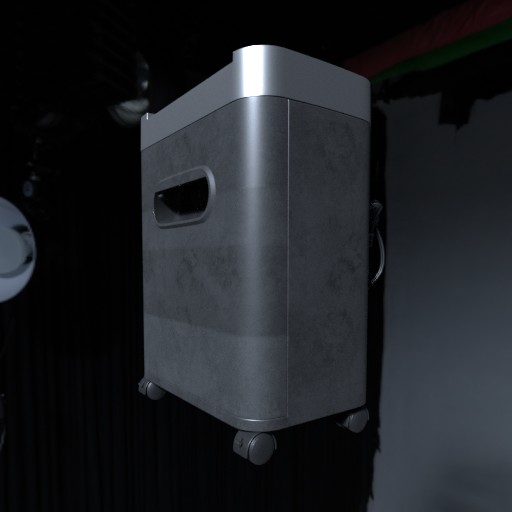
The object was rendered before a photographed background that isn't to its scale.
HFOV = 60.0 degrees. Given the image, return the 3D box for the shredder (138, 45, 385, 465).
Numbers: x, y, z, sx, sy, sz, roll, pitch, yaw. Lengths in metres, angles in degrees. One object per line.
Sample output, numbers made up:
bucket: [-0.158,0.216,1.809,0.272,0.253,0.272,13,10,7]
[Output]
shredder: [0.000,0.000,0.613,0.237,0.419,0.311,1,-1,-36]
